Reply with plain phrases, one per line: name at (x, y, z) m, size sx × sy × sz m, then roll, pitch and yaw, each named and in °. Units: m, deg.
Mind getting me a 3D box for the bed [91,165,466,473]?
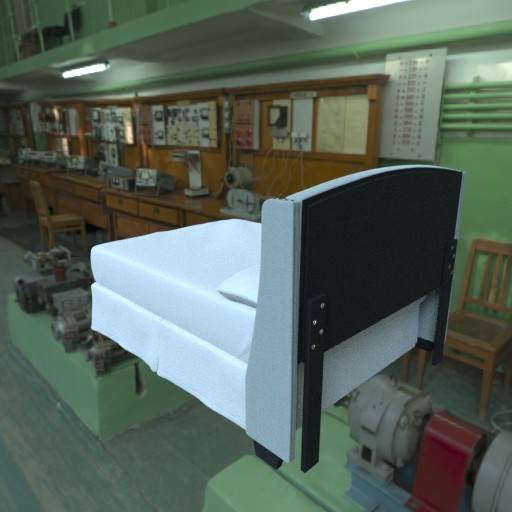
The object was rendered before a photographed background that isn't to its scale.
bed at (0.000, 0.000, 3.223) m, size 1.710 × 1.407 × 2.237 m, roll -15°, pitch 22°, yaw -42°
